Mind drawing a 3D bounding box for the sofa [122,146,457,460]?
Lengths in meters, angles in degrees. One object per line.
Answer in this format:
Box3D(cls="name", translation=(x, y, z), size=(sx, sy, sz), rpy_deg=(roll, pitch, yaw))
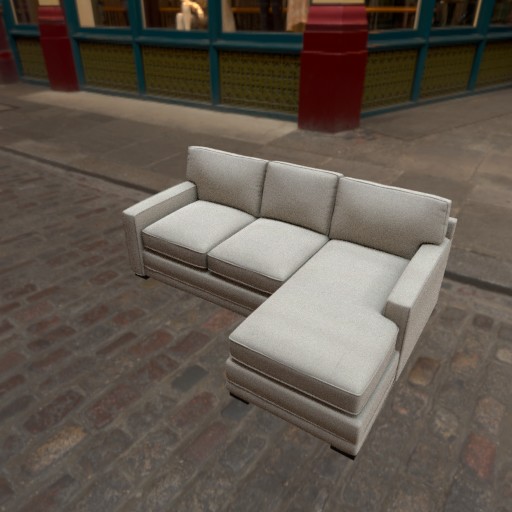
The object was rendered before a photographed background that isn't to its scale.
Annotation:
Box3D(cls="sofa", translation=(0.000, 0.000, 2.876), size=(2.087, 0.861, 1.496), rpy_deg=(18, 35, 28))
